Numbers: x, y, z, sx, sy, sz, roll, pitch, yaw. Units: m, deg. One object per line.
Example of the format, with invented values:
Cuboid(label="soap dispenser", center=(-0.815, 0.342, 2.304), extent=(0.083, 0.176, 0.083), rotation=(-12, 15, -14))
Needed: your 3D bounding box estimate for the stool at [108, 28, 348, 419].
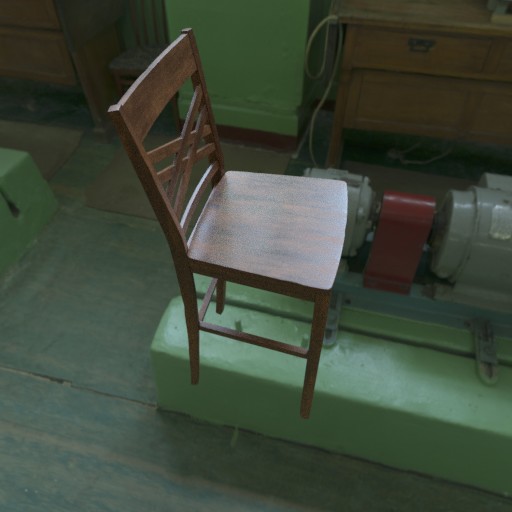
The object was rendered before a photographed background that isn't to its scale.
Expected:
Cuboid(label="stool", center=(0.000, 0.000, 1.321), extent=(0.487, 1.105, 0.433), rotation=(9, 47, 9))
